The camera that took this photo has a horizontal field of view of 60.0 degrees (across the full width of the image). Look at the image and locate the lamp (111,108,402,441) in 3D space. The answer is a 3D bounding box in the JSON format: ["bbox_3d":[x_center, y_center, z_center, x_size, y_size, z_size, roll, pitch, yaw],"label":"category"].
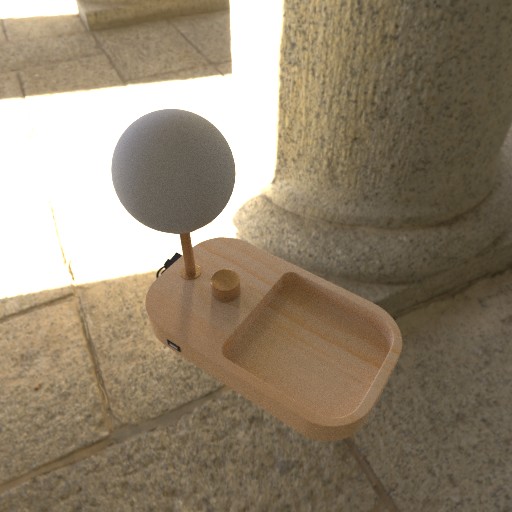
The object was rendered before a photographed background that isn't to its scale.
[{"bbox_3d":[0.000,0.000,0.461,0.331,0.253,0.173,26,51,23],"label":"lamp"}]
